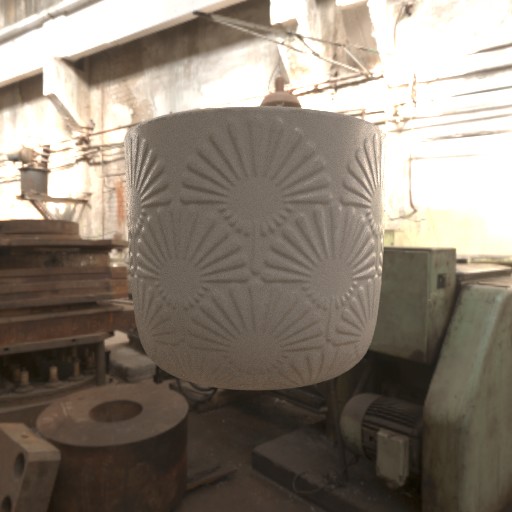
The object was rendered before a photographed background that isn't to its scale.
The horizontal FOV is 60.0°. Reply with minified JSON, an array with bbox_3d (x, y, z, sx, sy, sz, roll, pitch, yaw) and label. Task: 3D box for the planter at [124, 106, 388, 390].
[{"bbox_3d":[0.000,0.000,0.218,0.124,0.109,0.124,0,1,0],"label":"planter"}]
